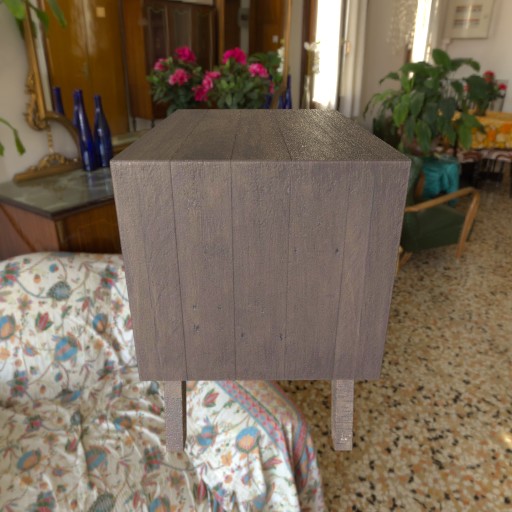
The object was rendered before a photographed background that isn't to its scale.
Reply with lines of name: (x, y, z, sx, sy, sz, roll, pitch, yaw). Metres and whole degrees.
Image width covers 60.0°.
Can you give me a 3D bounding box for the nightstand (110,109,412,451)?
nightstand: (0.000, 0.000, 1.059, 0.450, 0.599, 0.650, 0, 24, 0)
